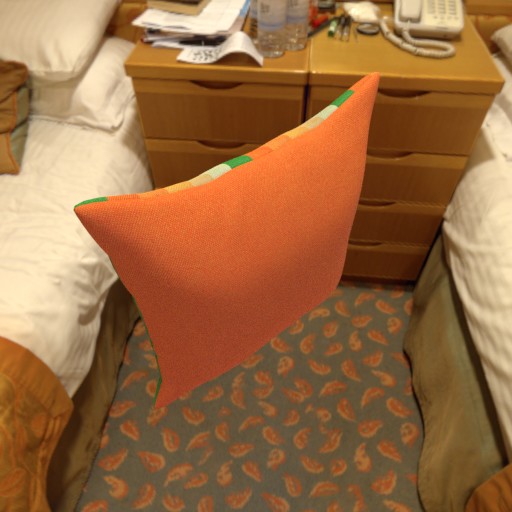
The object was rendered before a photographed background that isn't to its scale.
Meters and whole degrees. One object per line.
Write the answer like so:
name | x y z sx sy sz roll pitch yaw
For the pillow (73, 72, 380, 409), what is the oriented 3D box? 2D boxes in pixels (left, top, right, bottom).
pillow | 0.000 0.000 0.679 0.453 0.444 0.169 -32 54 -27
